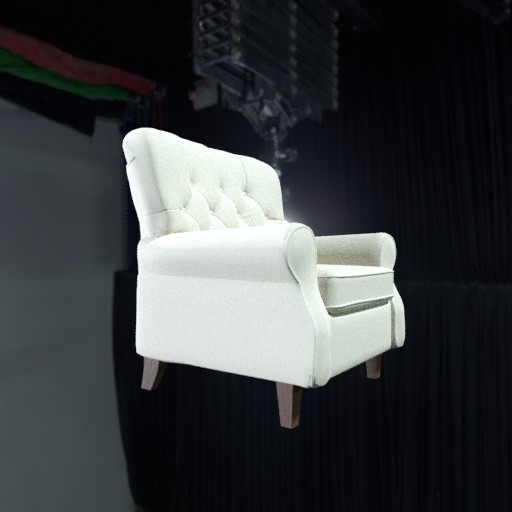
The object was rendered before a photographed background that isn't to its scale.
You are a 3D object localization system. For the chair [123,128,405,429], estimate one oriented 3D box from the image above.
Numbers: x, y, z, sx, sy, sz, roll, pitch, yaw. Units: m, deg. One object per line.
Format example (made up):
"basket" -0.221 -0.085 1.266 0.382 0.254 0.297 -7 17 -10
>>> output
"chair" 0.000 0.000 2.071 1.132 1.169 1.035 0 0 36
